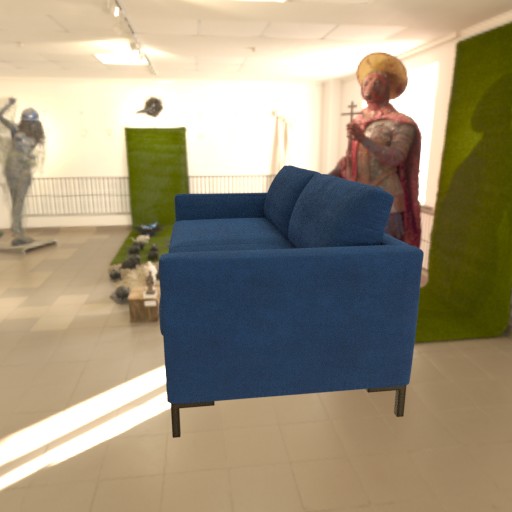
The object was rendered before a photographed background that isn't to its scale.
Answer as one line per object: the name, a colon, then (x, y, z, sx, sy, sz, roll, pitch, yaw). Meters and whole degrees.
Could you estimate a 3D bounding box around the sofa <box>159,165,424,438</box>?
sofa: (0.000, 0.000, 2.210, 0.875, 0.817, 1.676, -2, 15, -8)
